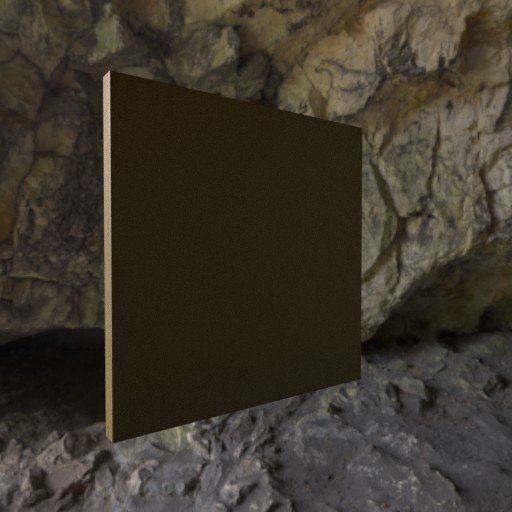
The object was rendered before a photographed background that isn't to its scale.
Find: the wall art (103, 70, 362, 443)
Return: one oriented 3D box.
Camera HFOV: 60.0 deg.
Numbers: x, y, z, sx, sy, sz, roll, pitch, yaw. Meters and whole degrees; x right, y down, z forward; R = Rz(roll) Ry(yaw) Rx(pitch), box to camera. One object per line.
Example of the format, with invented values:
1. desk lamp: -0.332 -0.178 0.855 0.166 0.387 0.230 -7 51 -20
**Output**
1. wall art: 0.000 0.000 0.758 0.503 0.506 0.030 -1 2 -36
